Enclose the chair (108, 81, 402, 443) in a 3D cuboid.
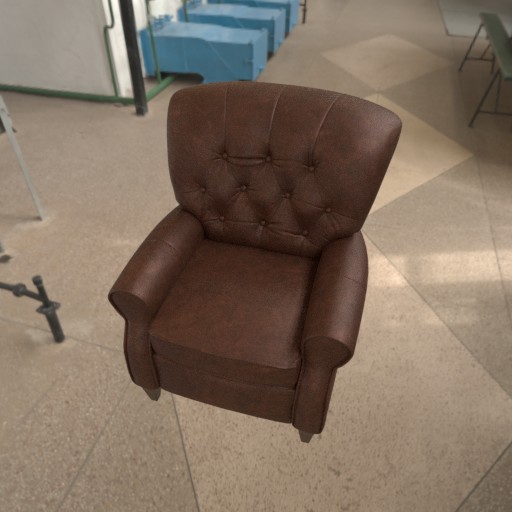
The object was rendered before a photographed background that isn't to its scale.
[{"bbox_3d":[0.000,0.000,1.898,0.979,1.162,1.031,11,42,12],"label":"chair"}]
